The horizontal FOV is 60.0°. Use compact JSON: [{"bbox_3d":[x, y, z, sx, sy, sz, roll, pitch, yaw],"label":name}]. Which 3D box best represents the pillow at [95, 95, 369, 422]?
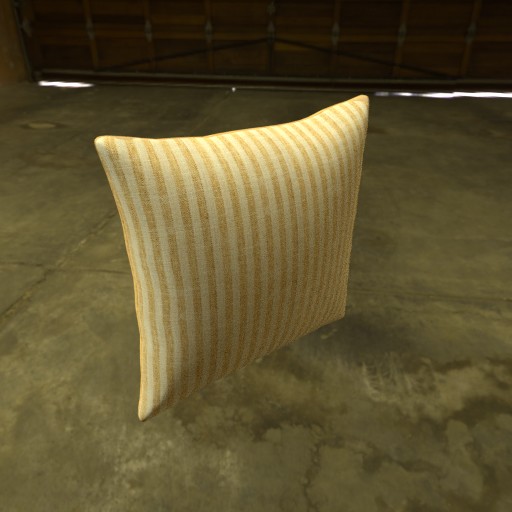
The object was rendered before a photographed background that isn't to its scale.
[{"bbox_3d":[0.000,0.000,0.647,0.419,0.407,0.173,-20,35,-32],"label":"pillow"}]
